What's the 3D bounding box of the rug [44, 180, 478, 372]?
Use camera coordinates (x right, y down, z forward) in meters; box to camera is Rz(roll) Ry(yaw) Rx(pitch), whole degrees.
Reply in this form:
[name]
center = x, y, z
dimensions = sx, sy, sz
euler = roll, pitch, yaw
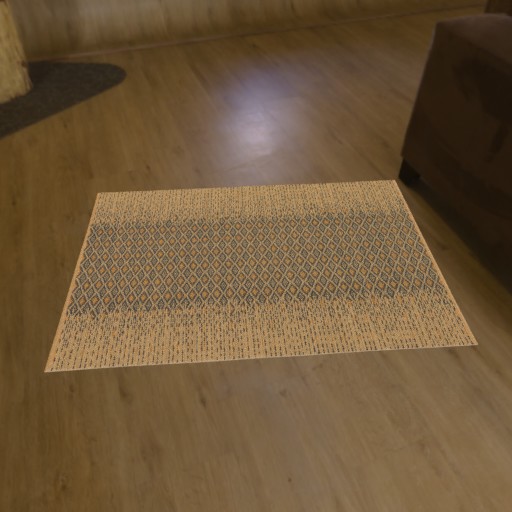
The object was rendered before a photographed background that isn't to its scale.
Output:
[rug]
center = 0.000, 0.000, 2.294
dimensions = 1.828, 0.005, 1.219
euler = -3, 45, -3
